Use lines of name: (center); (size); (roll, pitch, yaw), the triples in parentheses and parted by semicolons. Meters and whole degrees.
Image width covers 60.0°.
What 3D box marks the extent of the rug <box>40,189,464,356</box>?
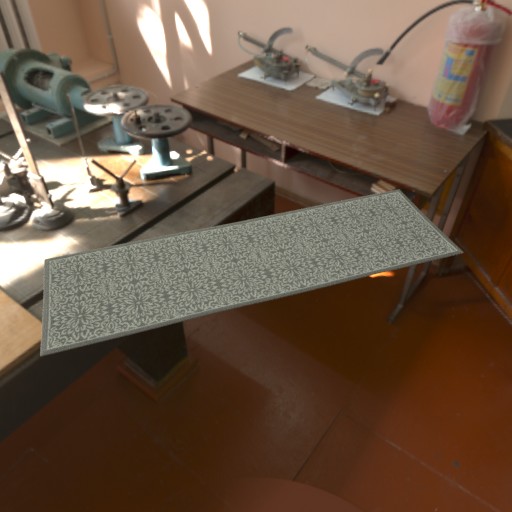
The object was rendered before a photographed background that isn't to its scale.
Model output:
rug: (0.000, 0.000, 2.422); (2.196, 0.011, 0.662); (-12, 43, -13)
